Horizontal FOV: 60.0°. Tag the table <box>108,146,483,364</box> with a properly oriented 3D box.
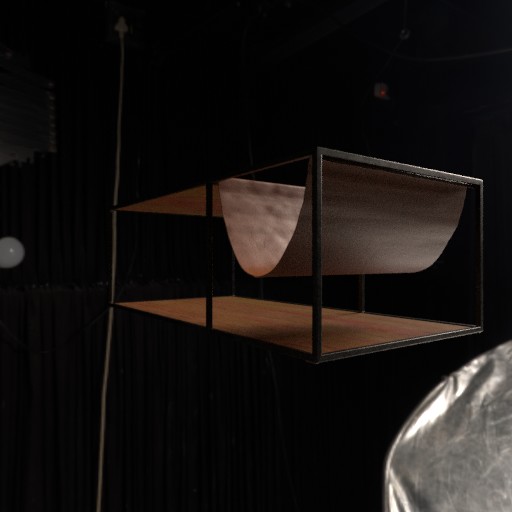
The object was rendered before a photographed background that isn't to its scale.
[{"bbox_3d":[0.000,0.000,1.470,0.597,0.403,1.199,0,0,-36],"label":"table"}]
